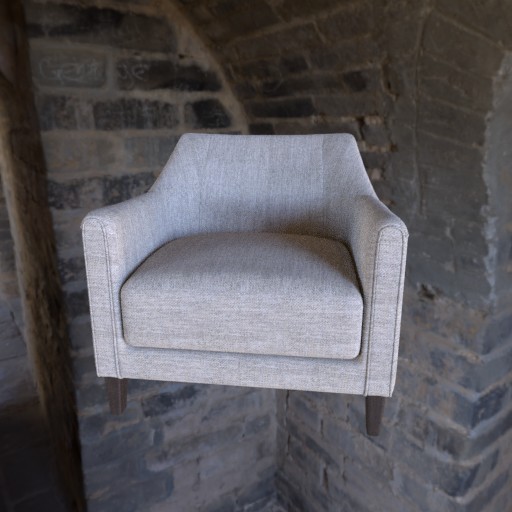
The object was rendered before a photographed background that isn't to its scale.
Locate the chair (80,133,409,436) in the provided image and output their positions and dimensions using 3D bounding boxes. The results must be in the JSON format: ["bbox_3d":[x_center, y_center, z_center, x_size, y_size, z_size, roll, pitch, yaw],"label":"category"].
[{"bbox_3d":[0.000,0.000,1.429,0.796,0.761,0.758,2,16,7],"label":"chair"}]
